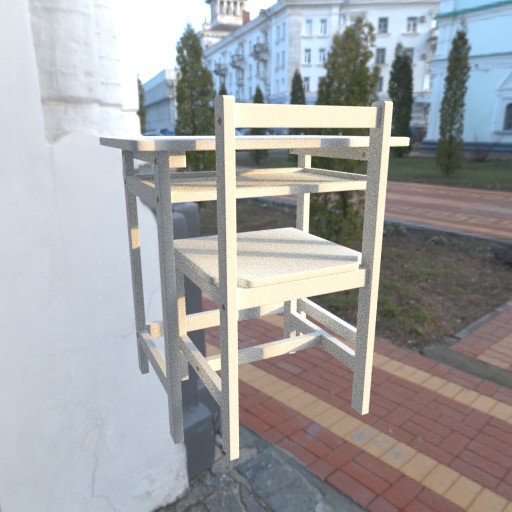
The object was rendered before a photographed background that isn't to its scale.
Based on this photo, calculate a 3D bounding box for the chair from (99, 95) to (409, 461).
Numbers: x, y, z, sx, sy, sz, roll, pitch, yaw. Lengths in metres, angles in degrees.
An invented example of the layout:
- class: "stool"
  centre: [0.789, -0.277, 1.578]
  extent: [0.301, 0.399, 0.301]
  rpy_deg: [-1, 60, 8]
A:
- class: "chair"
  centre: [0.000, 0.000, 1.043]
  extent: [0.599, 0.673, 0.461]
  rpy_deg: [-8, 18, -25]
